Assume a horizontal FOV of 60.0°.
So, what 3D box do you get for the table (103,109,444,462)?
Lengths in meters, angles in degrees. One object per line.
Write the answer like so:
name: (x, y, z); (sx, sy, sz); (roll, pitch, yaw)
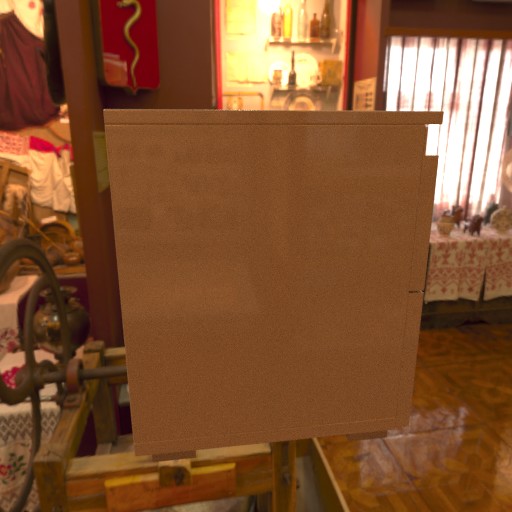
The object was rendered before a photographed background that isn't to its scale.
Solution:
table: (0.000, 0.000, 0.775); (0.400, 0.470, 0.420); (-2, 16, -8)
